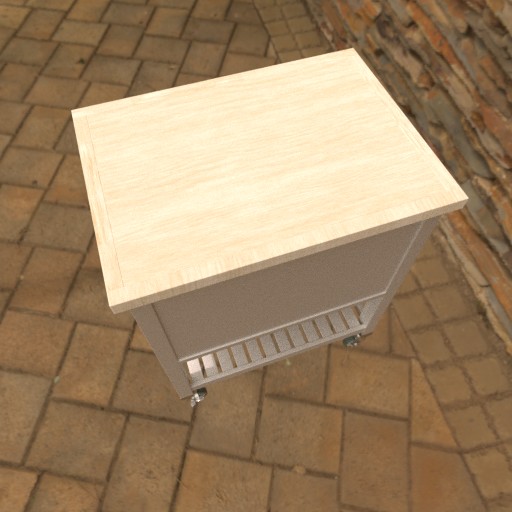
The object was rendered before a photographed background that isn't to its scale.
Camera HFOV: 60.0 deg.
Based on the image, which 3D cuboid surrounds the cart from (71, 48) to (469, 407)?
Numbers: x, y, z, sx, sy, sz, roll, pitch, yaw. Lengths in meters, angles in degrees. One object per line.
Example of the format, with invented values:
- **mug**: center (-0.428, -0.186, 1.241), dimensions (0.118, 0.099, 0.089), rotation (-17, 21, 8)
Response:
- **cart**: center (0.000, 0.000, 1.401), dimensions (0.762, 0.914, 0.559), rotation (-17, 60, -10)
